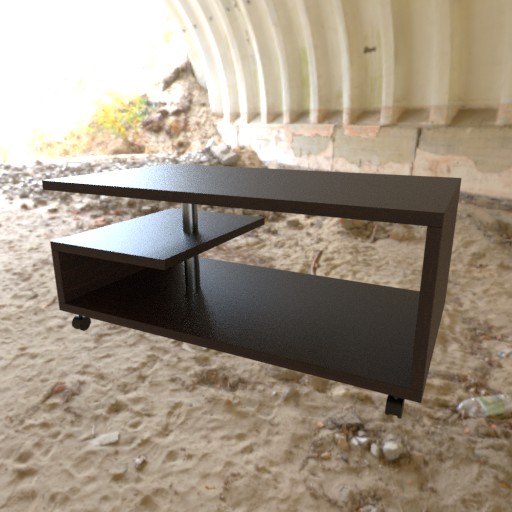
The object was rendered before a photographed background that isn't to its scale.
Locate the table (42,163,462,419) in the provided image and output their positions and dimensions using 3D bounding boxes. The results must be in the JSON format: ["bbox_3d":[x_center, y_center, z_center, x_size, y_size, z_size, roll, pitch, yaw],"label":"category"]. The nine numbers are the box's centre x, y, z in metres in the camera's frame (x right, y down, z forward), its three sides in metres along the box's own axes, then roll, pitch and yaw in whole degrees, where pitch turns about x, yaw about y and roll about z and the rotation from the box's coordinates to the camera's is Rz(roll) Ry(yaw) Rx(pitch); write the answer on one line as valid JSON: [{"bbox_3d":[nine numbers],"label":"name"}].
[{"bbox_3d":[0.000,0.000,1.336,1.050,0.460,0.590,8,19,25],"label":"table"}]
